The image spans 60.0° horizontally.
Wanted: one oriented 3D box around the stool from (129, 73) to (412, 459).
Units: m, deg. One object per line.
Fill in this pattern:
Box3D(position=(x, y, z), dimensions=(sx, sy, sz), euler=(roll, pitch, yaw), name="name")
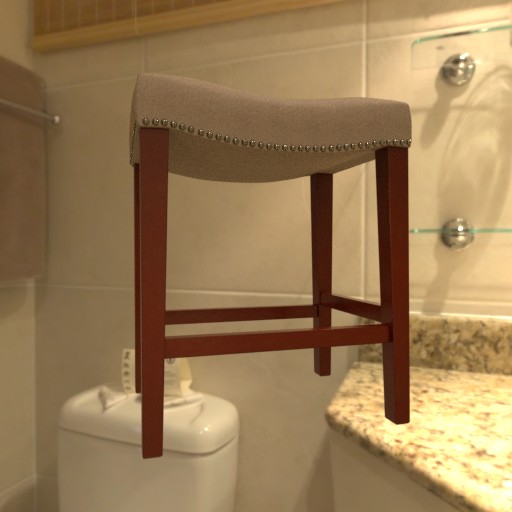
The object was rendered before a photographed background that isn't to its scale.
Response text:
Box3D(position=(0.000, 0.000, 0.936), dimensions=(0.509, 0.632, 0.375), euler=(0, 1, -17), name="stool")
